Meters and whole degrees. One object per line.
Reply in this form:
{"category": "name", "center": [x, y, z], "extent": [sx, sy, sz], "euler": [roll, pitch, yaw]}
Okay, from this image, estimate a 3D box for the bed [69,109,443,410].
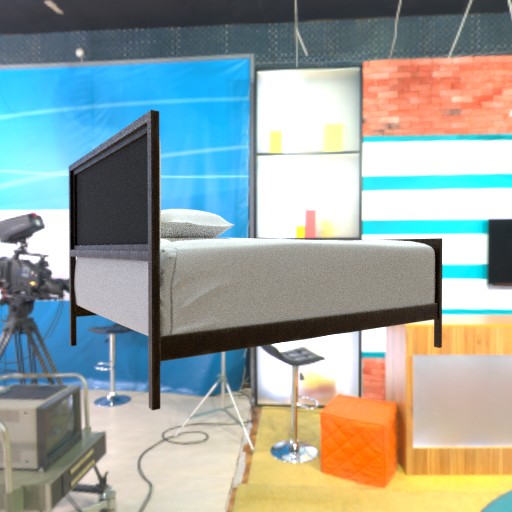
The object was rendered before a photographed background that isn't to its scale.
{"category": "bed", "center": [0.000, 0.000, 3.223], "extent": [2.221, 1.313, 1.607], "euler": [-1, 1, -35]}
